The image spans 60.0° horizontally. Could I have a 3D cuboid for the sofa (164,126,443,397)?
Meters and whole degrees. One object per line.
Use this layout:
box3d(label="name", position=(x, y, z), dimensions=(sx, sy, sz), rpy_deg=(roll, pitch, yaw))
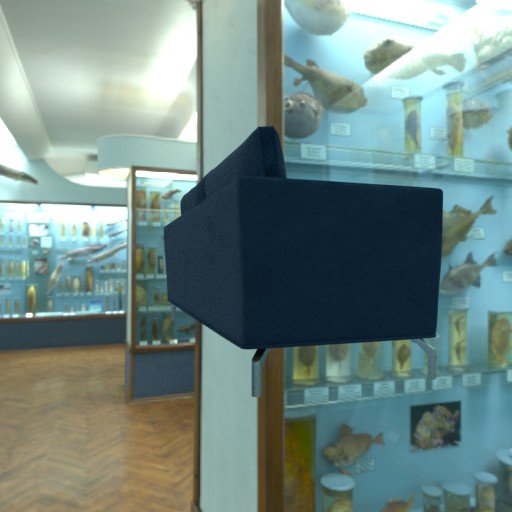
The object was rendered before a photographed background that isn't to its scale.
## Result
box3d(label="sofa", position=(0.000, 0.000, 2.645), dimensions=(0.853, 0.998, 2.212), rpy_deg=(0, -1, -18))
